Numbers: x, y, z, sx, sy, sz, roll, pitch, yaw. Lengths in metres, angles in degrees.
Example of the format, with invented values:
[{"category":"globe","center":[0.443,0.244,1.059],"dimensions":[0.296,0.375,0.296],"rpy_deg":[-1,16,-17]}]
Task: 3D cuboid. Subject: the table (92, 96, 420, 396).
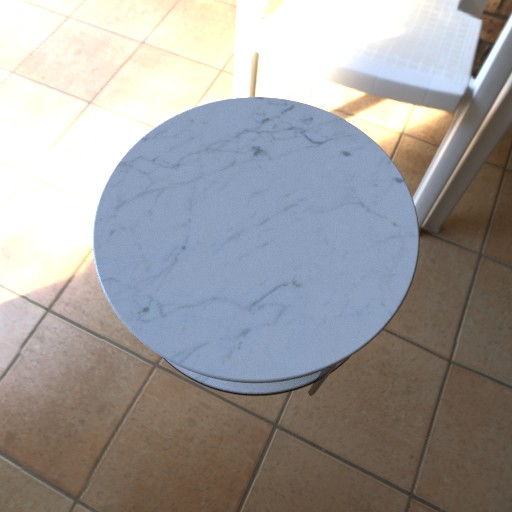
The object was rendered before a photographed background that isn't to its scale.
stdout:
[{"category":"table","center":[0.000,0.000,1.297],"dimensions":[0.800,0.450,0.800],"rpy_deg":[0,64,0]}]
